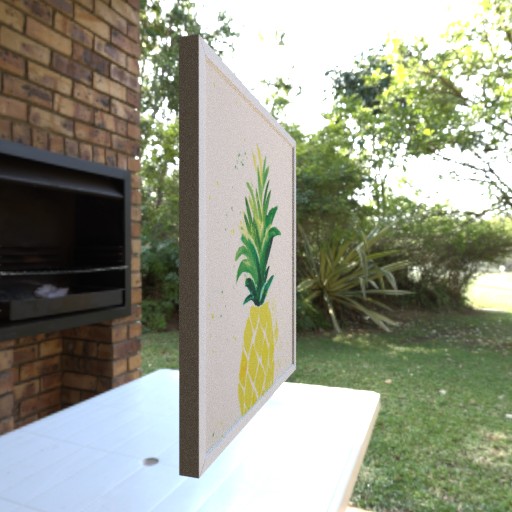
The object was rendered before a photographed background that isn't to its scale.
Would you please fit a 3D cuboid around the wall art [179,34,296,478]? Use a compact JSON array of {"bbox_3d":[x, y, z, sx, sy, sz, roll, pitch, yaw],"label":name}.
[{"bbox_3d":[0.000,0.000,1.128,0.038,0.761,0.763,0,0,18],"label":"wall art"}]
